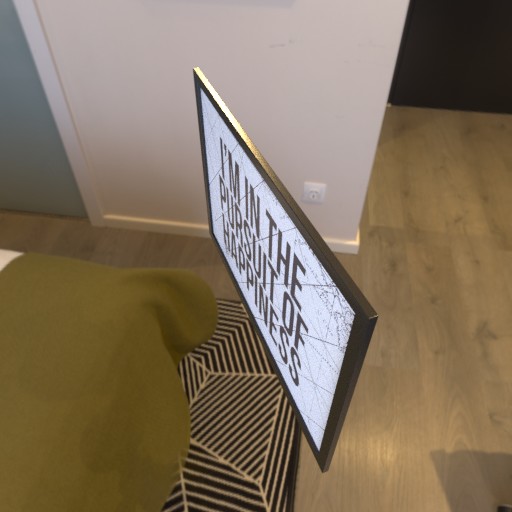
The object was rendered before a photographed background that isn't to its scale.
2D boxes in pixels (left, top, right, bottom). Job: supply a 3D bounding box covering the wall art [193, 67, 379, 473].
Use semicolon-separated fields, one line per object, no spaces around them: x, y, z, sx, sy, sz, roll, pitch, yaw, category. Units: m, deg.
0.000;0.000;1.024;0.015;0.552;0.819;-16;47;-15;wall art
